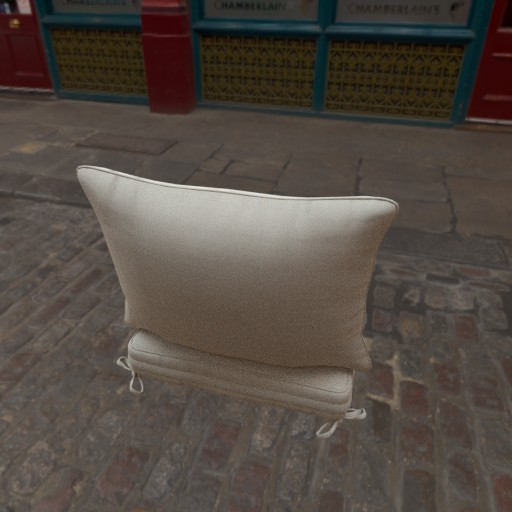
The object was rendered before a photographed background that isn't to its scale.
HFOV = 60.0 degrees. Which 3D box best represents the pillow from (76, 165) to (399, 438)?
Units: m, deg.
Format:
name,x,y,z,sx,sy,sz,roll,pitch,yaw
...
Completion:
name,x,y,z,sx,sy,sz,roll,pitch,yaw
pillow,0.000,0.000,1.406,0.798,0.716,0.733,8,32,14
